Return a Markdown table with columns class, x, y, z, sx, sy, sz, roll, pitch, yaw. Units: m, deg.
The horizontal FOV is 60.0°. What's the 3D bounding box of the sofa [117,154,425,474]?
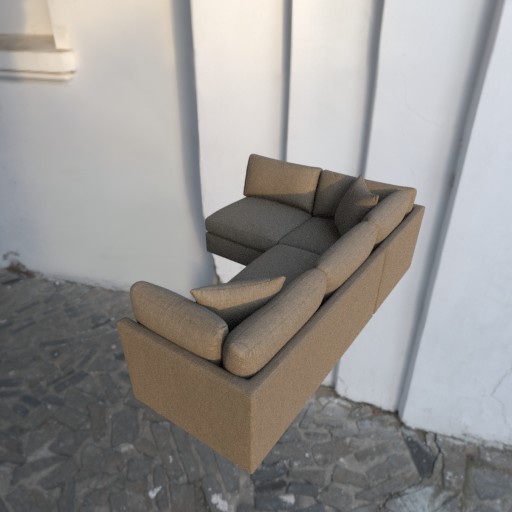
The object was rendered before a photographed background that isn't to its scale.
| class | x | y | z | sx | sy | sz | roll | pitch | yaw |
| --- | --- | --- | --- | --- | --- | --- | --- | --- | --- |
| sofa | 0.000 | 0.000 | 3.863 | 1.994 | 0.978 | 2.896 | 20 | 36 | 30 |
